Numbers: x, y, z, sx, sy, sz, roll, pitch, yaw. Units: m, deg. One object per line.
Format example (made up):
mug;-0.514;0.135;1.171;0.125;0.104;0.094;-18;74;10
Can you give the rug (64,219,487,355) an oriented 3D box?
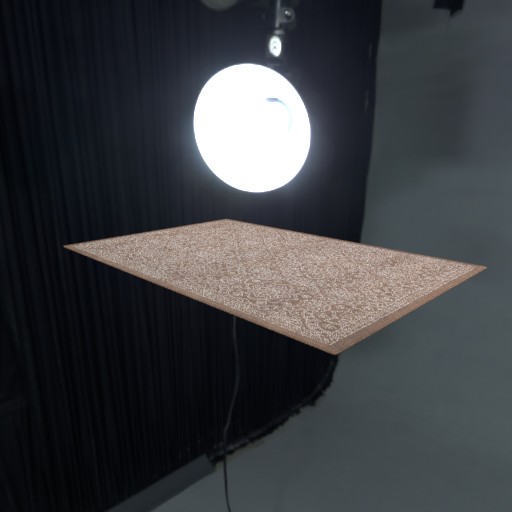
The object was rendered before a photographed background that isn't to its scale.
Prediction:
rug;0.000;0.000;2.837;2.286;0.011;1.524;14;20;43
